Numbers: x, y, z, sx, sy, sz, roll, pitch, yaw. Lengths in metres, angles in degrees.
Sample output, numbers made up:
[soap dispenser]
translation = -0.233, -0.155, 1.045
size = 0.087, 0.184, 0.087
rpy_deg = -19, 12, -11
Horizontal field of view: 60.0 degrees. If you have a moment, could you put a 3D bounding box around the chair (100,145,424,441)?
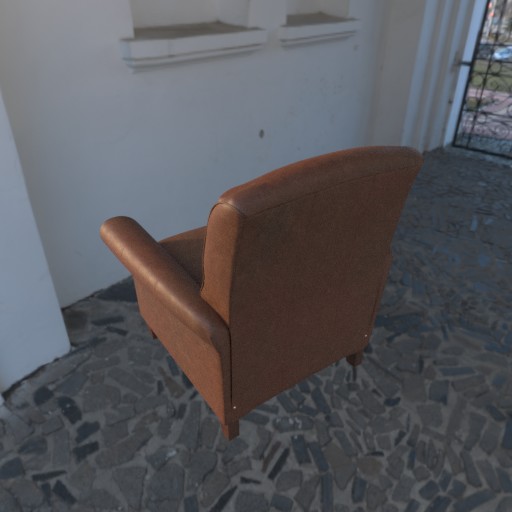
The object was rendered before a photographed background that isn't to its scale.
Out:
[chair]
translation = 0.000, 0.000, 1.806
size = 0.978, 1.061, 0.902
rpy_deg = -20, 36, -29
